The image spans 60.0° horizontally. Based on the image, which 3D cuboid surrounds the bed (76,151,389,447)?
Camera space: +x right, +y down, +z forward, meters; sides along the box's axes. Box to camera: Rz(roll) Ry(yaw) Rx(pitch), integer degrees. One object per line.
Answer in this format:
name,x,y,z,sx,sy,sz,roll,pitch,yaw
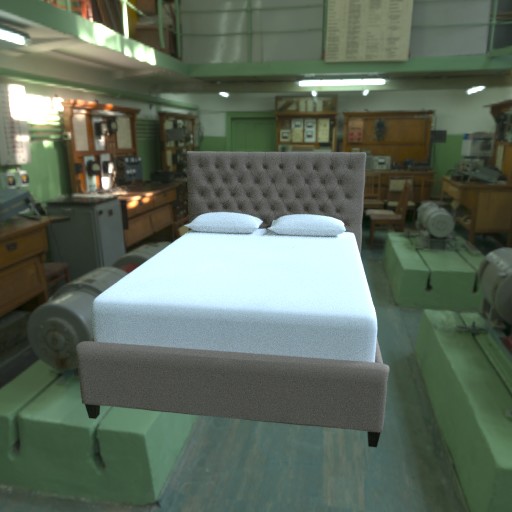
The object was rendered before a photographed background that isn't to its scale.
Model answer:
bed,0.000,0.000,3.290,1.696,1.426,2.233,2,16,8
